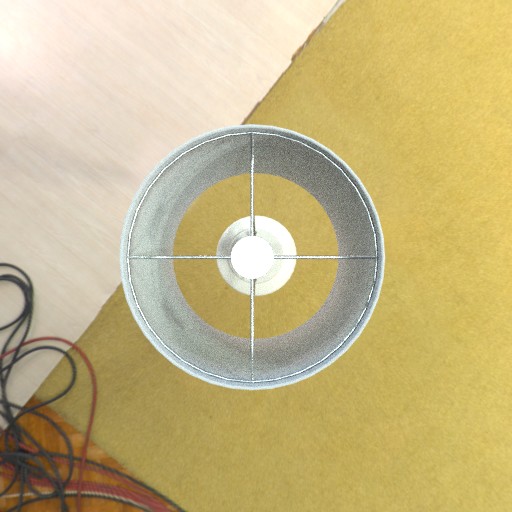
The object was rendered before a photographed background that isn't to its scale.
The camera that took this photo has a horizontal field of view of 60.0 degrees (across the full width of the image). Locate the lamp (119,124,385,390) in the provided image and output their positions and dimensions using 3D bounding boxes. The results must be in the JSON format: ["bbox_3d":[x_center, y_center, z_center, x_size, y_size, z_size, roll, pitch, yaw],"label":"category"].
[{"bbox_3d":[0.000,0.000,0.599,0.212,0.493,0.212,0,90,1],"label":"lamp"}]
